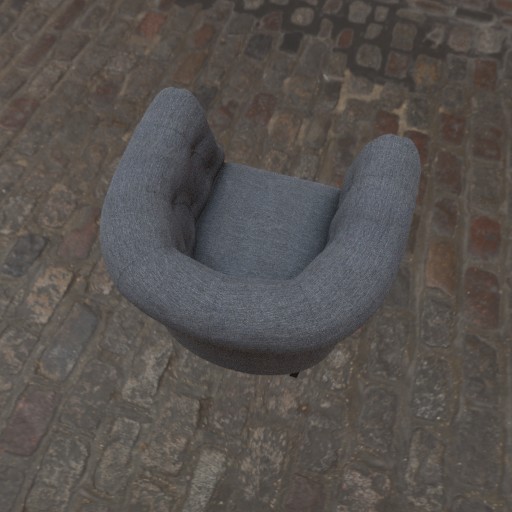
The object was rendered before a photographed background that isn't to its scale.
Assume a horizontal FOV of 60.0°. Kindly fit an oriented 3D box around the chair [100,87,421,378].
[{"bbox_3d":[0.000,0.000,1.593,0.905,0.827,0.852,15,63,8],"label":"chair"}]
